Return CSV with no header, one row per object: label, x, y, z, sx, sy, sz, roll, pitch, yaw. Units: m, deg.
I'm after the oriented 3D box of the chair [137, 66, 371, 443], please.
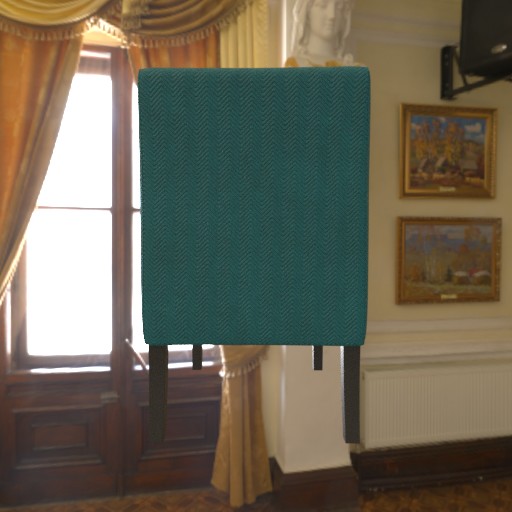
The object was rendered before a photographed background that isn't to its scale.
chair,0.000,0.000,1.446,0.579,0.927,0.808,0,0,1
